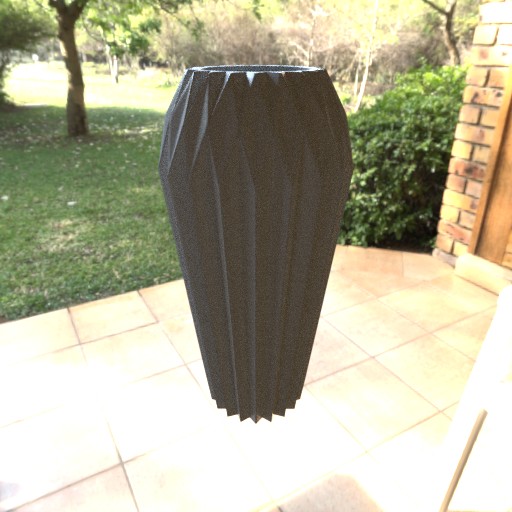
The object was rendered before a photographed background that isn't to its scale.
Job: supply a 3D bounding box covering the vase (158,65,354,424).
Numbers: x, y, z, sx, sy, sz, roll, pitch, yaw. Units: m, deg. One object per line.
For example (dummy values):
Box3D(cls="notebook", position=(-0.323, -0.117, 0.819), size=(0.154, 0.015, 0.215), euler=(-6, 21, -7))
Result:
Box3D(cls="vase", position=(0.000, 0.000, 0.337), size=(0.133, 0.263, 0.133), euler=(0, 26, 0))
